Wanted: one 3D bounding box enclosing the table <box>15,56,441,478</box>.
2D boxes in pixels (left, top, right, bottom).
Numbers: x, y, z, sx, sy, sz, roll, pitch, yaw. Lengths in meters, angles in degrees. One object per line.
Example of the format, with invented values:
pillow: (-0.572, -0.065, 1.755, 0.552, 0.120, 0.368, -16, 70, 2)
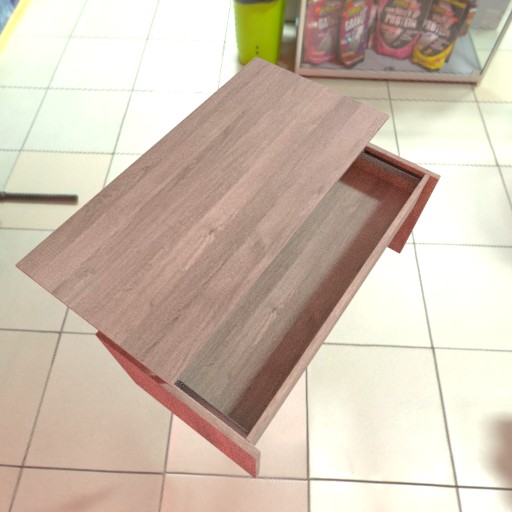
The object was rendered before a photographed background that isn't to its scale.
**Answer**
table: (0.000, 0.000, 1.413, 0.712, 0.570, 1.000, 31, 63, 18)
